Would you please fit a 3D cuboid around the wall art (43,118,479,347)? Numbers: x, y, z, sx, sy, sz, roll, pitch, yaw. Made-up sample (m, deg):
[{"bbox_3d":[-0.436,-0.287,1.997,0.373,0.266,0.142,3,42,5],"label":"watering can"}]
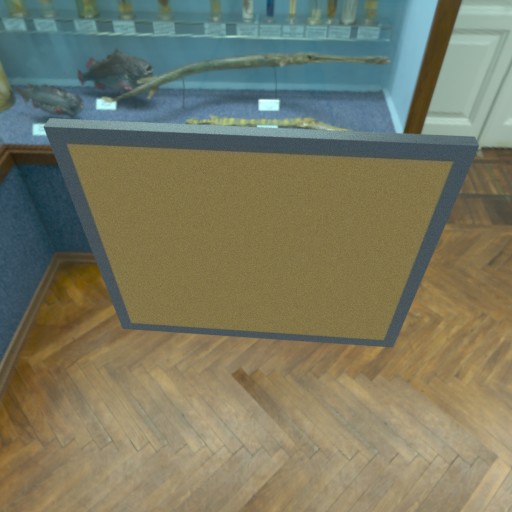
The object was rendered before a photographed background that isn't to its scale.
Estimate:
[{"bbox_3d":[0.000,0.000,0.881,0.660,0.558,0.026,3,47,3],"label":"wall art"}]
